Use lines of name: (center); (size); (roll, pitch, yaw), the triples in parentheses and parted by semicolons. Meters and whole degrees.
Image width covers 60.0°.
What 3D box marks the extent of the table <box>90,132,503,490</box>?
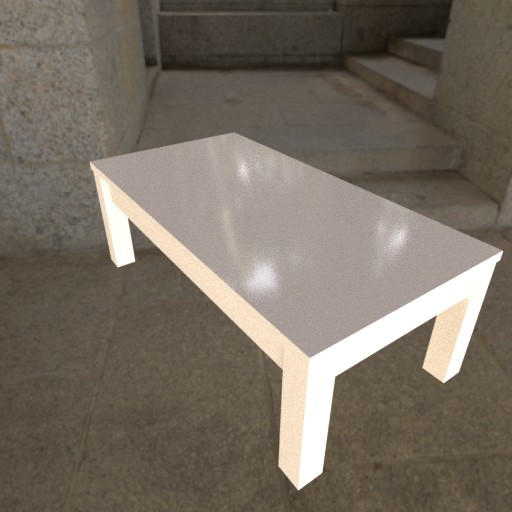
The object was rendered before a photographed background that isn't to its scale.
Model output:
table: (0.000, 0.000, 1.631); (0.700, 0.470, 1.350); (-21, 38, -29)
